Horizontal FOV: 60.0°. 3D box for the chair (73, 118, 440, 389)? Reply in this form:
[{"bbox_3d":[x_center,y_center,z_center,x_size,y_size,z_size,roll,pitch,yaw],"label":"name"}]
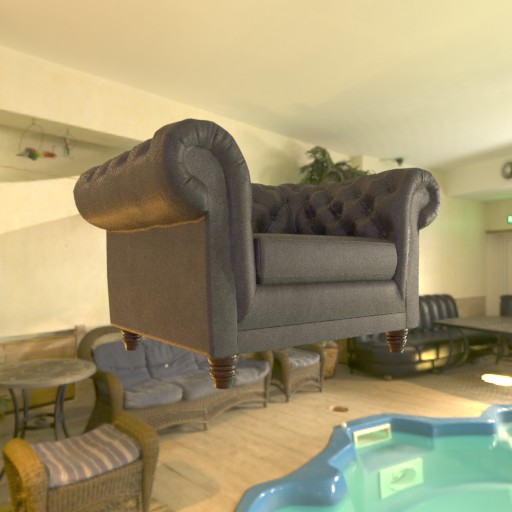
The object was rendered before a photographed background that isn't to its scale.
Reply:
[{"bbox_3d":[0.000,0.000,1.868,1.298,0.780,0.943,1,-1,-37],"label":"chair"}]
